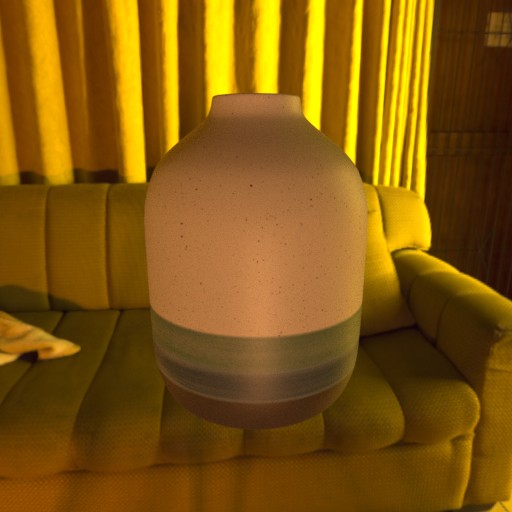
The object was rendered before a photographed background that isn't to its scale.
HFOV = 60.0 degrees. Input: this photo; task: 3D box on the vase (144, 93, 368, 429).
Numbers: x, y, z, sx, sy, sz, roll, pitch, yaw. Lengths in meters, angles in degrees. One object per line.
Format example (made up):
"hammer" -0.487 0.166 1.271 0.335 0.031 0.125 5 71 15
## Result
"vase" 0.000 0.000 0.354 0.169 0.240 0.169 0 16 0
